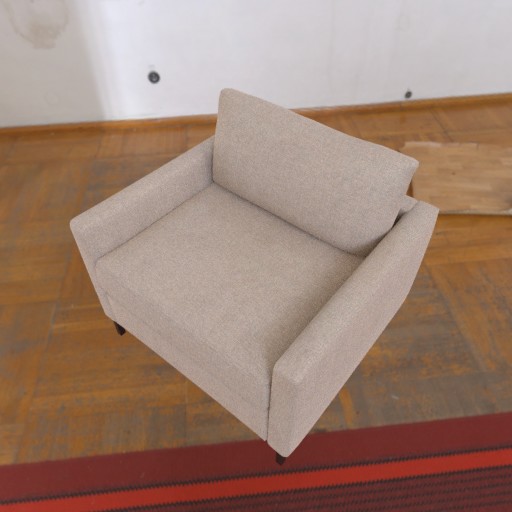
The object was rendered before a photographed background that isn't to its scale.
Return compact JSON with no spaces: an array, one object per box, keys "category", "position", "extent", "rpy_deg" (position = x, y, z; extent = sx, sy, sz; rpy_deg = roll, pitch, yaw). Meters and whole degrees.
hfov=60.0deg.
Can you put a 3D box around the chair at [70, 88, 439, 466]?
[{"category":"chair","position":[0.000,0.000,1.616],"extent":[0.963,0.861,0.866],"rpy_deg":[30,52,26]}]
